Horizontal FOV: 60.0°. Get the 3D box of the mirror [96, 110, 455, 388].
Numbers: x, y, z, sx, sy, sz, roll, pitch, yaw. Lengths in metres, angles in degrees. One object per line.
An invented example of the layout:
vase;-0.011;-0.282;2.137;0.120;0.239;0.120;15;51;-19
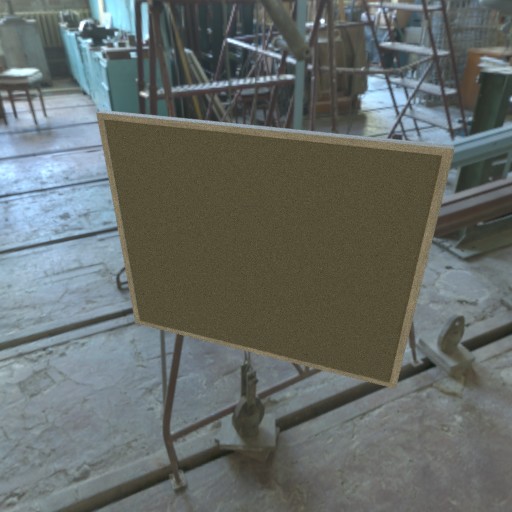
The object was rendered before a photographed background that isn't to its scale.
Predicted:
mirror;0.000;0.000;1.183;0.839;0.689;0.028;10;34;16
